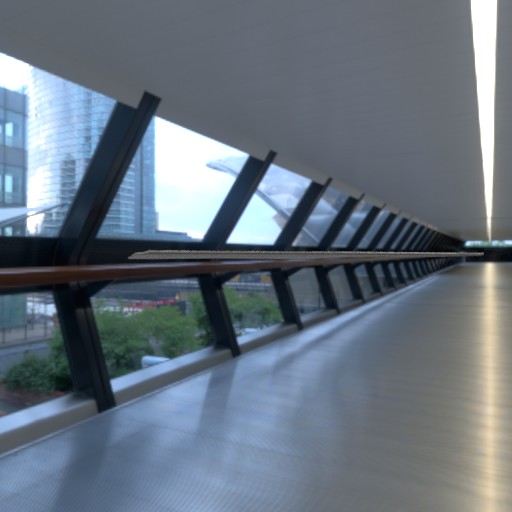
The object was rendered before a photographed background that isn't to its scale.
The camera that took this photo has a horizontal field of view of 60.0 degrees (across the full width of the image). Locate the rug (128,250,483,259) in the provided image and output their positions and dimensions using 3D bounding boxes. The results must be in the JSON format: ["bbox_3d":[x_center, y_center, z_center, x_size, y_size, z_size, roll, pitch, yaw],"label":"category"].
[{"bbox_3d":[0.000,0.000,3.015,1.604,0.030,2.307,0,-1,-18],"label":"rug"}]
